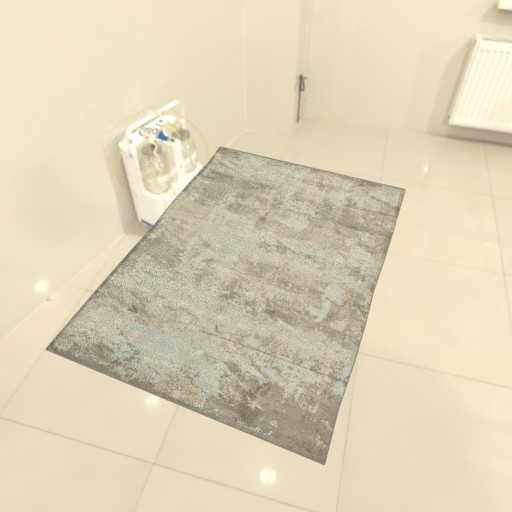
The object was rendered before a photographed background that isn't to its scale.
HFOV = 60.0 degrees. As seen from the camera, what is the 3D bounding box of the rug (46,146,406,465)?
[{"bbox_3d":[0.000,0.000,4.393,2.393,0.013,3.307,17,48,15],"label":"rug"}]
